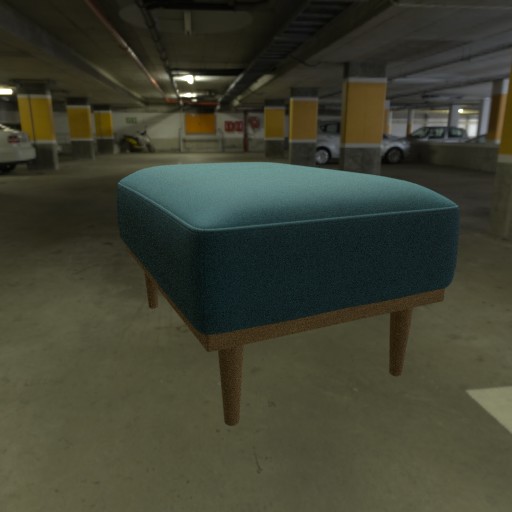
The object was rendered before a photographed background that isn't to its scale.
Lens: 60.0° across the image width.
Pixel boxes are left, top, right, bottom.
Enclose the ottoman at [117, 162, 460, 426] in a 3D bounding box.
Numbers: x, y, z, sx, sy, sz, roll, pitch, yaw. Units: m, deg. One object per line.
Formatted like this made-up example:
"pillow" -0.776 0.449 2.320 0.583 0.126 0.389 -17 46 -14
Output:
"ottoman" 0.000 0.000 1.089 0.549 0.428 0.749 -7 17 -25
